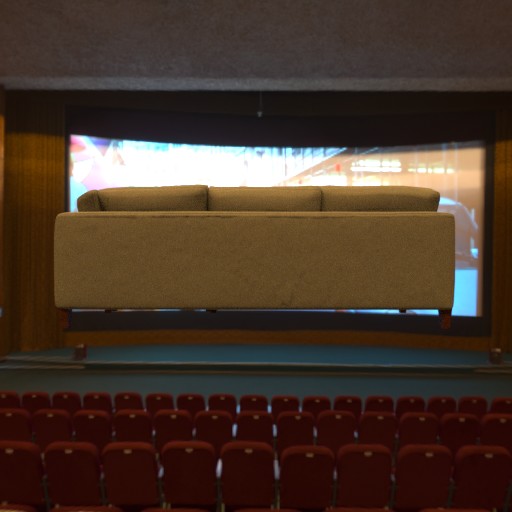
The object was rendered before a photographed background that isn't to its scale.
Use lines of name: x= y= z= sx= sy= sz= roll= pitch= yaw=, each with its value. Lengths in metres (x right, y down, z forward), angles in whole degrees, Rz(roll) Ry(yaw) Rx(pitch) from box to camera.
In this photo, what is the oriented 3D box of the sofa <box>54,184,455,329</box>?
sofa: x=0.000 y=0.000 z=4.428 sx=2.592 sy=0.947 sz=3.301 roll=0 pitch=0 yaw=0
